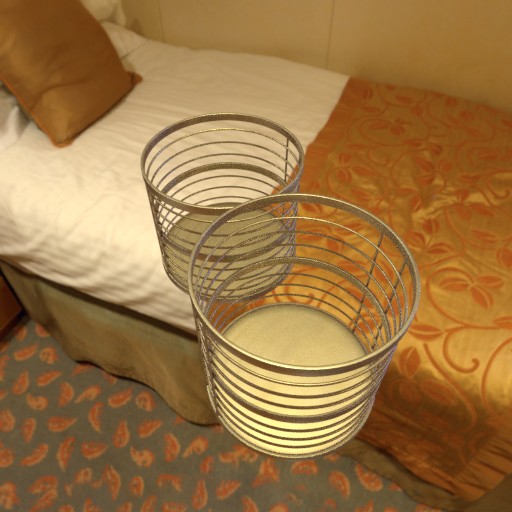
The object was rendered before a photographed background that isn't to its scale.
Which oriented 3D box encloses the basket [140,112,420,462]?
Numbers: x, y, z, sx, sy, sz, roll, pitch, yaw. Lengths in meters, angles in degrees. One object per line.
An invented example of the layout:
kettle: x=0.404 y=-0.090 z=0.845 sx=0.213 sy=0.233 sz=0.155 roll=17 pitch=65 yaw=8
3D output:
basket: x=0.000 y=0.000 z=0.938 sx=0.356 sy=0.351 sz=0.746 roll=-16 pitch=49 yaw=-14
